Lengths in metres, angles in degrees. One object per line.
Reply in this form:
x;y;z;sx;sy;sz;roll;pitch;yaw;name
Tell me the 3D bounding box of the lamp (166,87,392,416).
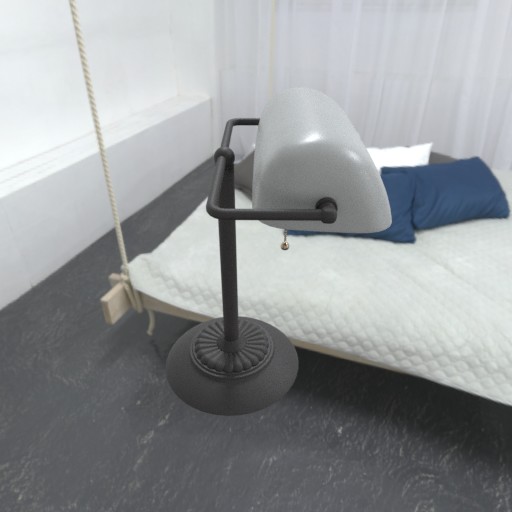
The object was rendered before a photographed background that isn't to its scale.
0.000;0.000;0.511;0.243;0.339;0.264;0;33;1;lamp
